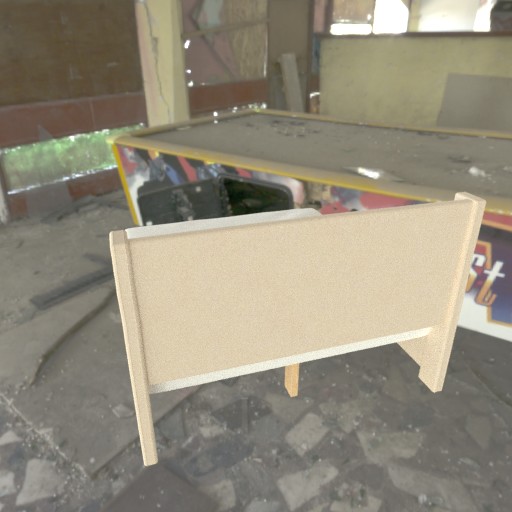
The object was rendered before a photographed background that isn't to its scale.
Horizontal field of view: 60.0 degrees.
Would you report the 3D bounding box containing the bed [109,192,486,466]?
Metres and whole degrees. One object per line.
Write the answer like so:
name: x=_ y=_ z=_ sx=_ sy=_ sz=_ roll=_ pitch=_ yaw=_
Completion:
bed: x=0.000 y=0.000 z=3.625 sx=2.145 sy=1.471 sz=2.293 roll=-8 pitch=27 yaw=-16
